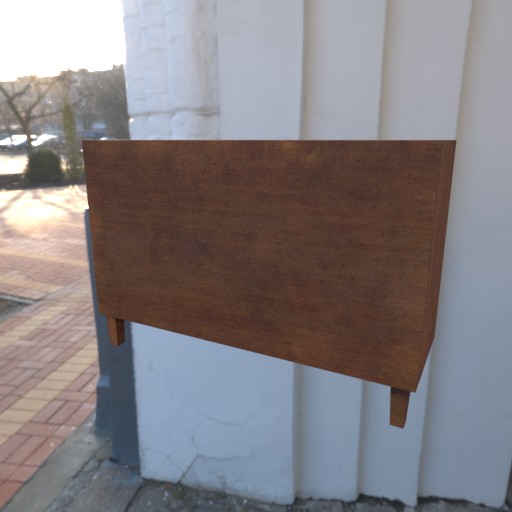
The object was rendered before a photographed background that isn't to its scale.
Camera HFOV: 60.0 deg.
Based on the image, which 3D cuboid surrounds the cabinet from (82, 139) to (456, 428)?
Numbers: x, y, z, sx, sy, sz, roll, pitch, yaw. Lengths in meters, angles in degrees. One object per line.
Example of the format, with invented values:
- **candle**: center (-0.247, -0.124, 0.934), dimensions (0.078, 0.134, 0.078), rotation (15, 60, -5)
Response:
- **cabinet**: center (0.000, 0.000, 1.589), dimensions (1.204, 0.805, 0.403), rotation (8, 17, 27)
